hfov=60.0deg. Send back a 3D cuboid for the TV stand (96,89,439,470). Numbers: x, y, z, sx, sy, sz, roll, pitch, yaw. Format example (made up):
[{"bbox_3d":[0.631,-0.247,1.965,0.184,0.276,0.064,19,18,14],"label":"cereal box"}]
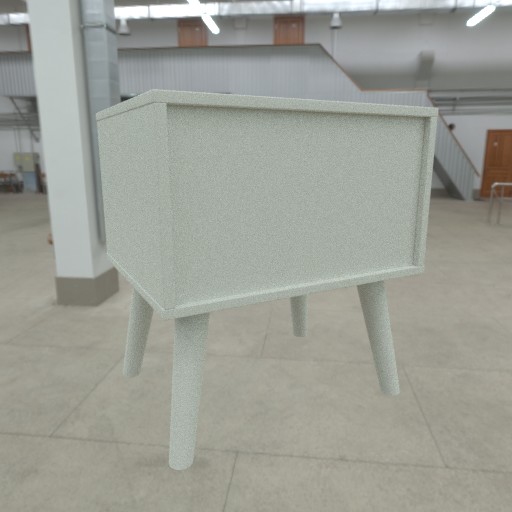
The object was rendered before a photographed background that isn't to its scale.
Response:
[{"bbox_3d":[0.000,0.000,0.894,0.508,0.559,0.405,-7,15,-28],"label":"TV stand"}]
